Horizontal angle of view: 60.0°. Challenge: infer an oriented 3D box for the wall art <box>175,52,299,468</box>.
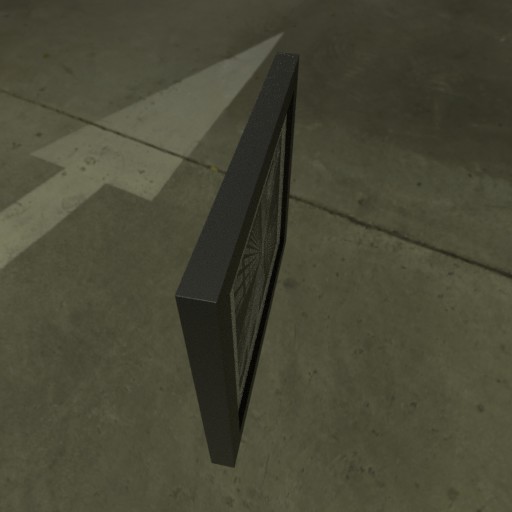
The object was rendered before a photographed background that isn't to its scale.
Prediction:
[{"bbox_3d":[0.000,0.000,0.529,0.028,0.321,0.381,9,48,8],"label":"wall art"}]
